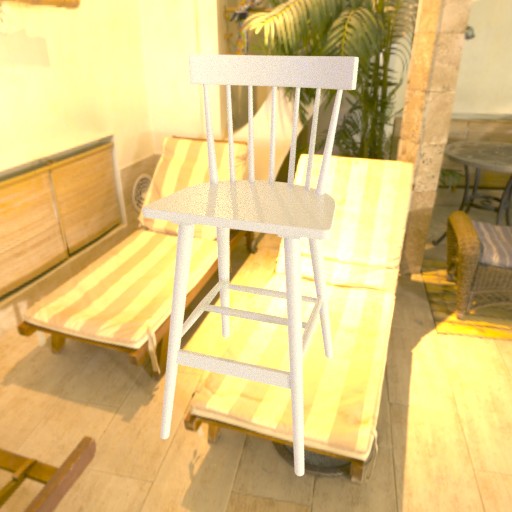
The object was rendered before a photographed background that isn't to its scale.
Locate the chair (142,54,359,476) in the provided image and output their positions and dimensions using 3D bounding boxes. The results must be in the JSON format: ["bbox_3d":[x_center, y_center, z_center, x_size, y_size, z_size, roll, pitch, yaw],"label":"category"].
[{"bbox_3d":[0.000,0.000,1.335,0.483,1.092,0.572,8,28,15],"label":"chair"}]
